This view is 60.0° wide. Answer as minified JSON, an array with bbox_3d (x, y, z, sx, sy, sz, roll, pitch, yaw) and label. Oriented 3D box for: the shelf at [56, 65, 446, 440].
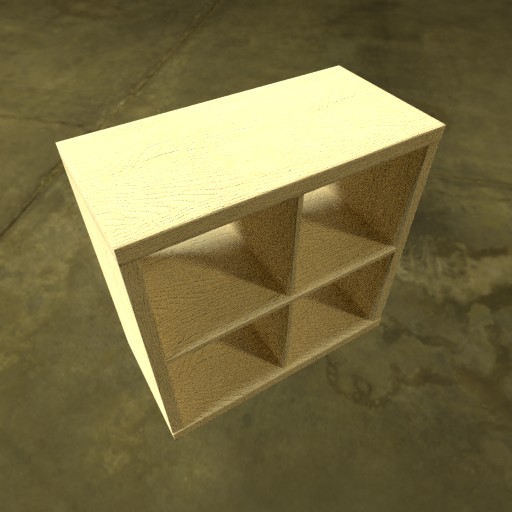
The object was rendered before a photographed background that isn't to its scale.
[{"bbox_3d":[0.000,0.000,1.278,0.790,0.786,0.390,-23,50,-21],"label":"shelf"}]
